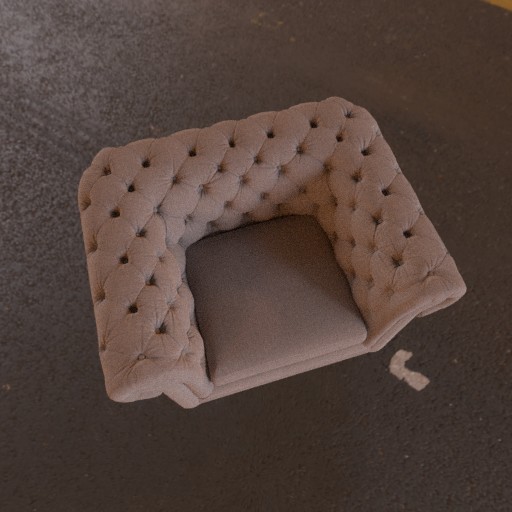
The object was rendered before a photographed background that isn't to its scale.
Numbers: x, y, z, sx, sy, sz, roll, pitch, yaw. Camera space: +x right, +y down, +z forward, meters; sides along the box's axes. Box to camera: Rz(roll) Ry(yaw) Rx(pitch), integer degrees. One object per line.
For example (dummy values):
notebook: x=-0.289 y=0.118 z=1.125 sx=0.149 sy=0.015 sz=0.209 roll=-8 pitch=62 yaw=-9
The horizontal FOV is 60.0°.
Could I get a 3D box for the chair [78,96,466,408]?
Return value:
chair: x=0.000 y=0.000 z=1.907 sx=1.270 sy=0.770 sz=0.976 roll=-15 pitch=65 yaw=-7
